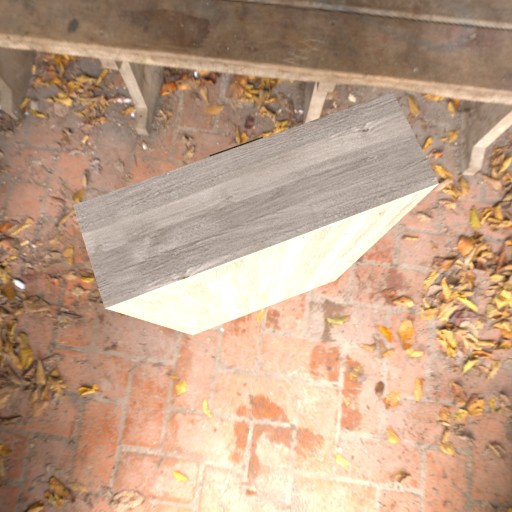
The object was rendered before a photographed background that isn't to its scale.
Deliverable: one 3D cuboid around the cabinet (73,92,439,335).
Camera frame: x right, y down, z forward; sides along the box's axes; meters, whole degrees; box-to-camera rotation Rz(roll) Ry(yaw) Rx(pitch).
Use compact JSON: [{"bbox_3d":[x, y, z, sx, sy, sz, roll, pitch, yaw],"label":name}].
[{"bbox_3d":[0.000,0.000,1.575,0.750,1.280,0.250,-21,78,-4],"label":"cabinet"}]
